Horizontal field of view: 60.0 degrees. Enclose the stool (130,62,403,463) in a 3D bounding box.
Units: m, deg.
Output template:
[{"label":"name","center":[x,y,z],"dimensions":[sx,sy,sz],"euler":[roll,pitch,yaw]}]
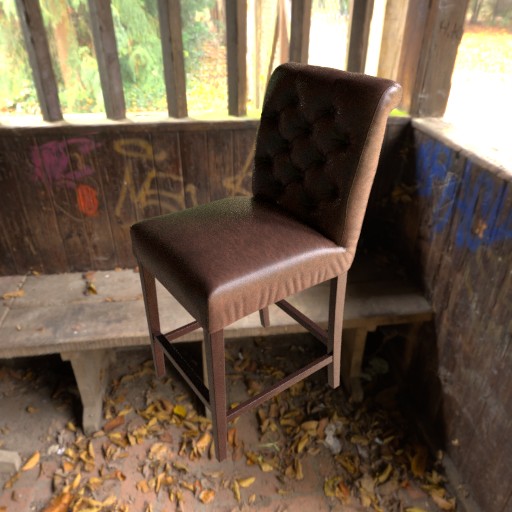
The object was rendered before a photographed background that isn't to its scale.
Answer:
[{"label":"stool","center":[0.000,0.000,1.440],"dimensions":[0.660,1.084,0.486],"euler":[-21,37,-30]}]
